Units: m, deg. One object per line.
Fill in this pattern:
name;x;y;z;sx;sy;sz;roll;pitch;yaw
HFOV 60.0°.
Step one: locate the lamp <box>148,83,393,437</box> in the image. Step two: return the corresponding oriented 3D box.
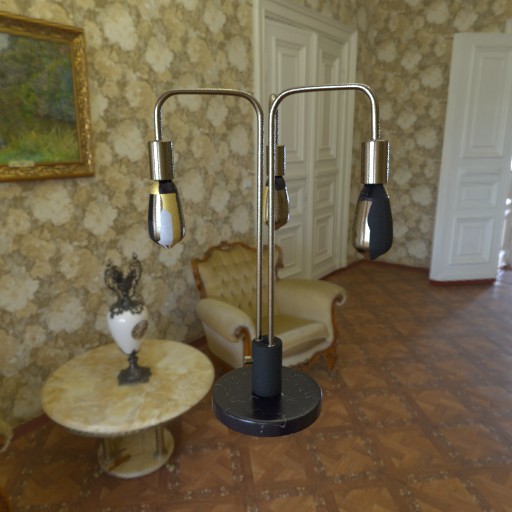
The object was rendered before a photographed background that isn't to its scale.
lamp;0.000;0.000;0.797;0.368;0.560;0.355;-2;14;-8
